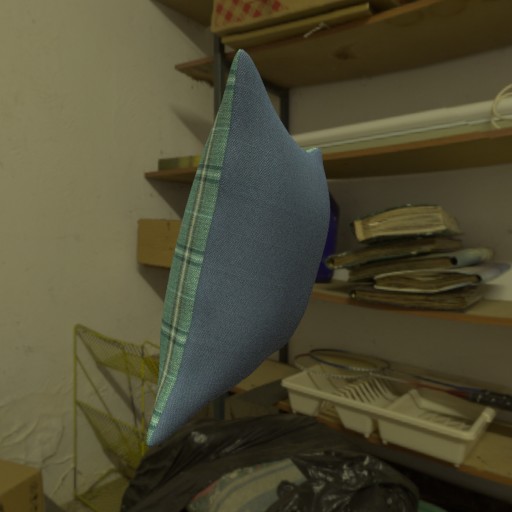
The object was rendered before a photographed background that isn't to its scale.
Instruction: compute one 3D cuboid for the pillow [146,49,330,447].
[{"bbox_3d":[0.000,0.000,0.690,0.200,0.430,0.453,0,0,18],"label":"pillow"}]
